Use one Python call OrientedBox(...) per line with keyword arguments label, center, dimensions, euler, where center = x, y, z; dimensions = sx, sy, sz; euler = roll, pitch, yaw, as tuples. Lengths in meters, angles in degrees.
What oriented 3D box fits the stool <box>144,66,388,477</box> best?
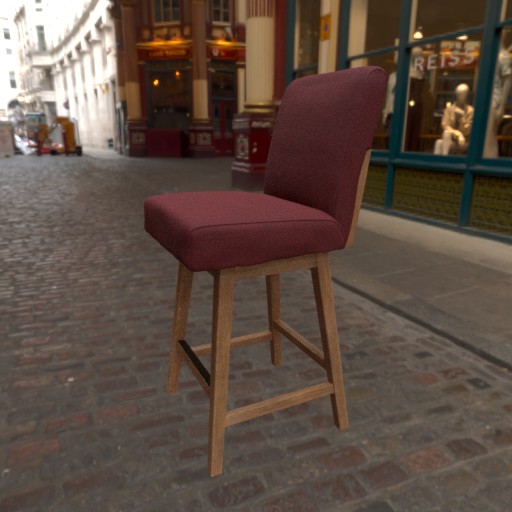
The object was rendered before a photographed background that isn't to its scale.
OrientedBox(label="stool", center=(0.000, 0.000, 1.313), dimensions=(0.562, 1.038, 0.468), euler=(-8, 18, -25))
